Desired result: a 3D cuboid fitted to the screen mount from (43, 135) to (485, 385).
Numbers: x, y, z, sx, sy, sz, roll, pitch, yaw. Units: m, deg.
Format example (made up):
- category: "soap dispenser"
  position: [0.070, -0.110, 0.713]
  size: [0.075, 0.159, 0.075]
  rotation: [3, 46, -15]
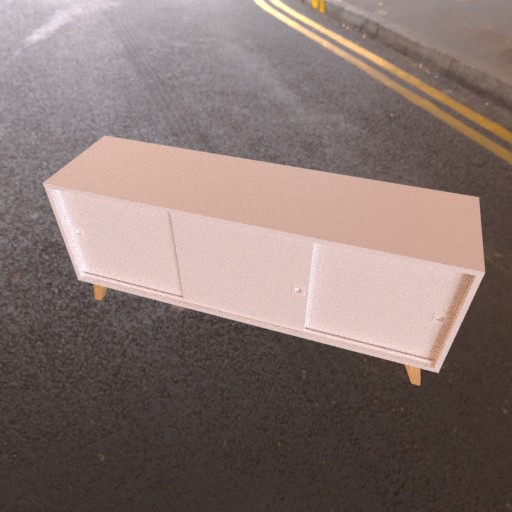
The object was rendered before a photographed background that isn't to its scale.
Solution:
- category: "screen mount"
  position: [0.000, 0.000, 1.769]
  size: [1.490, 0.619, 0.400]
  rotation: [12, 43, 14]
